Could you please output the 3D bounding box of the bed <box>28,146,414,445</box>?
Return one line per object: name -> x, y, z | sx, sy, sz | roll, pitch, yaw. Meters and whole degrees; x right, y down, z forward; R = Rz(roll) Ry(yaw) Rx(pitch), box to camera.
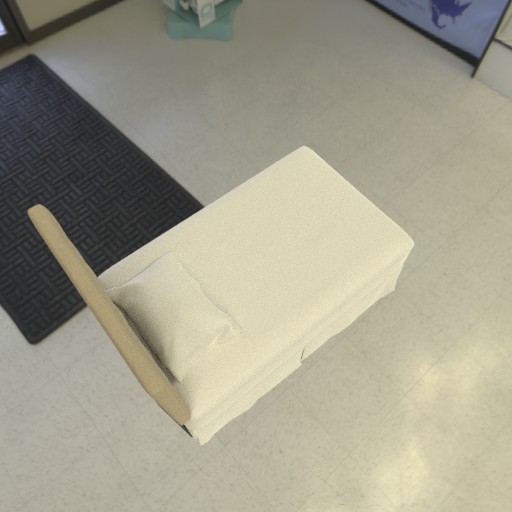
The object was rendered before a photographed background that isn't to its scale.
bed -> 0.000, 0.000, 2.917 | 1.997, 1.571, 1.261 | -35, 67, -18
